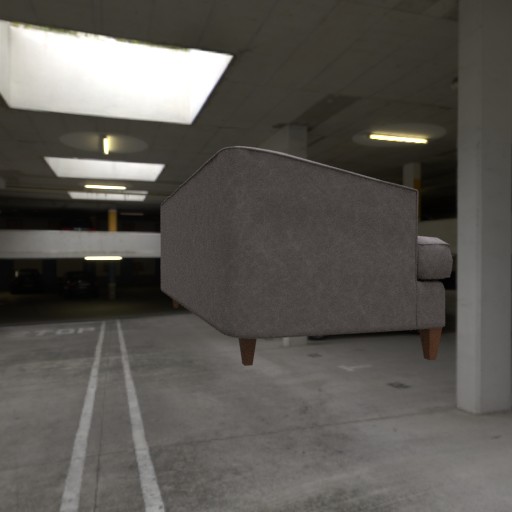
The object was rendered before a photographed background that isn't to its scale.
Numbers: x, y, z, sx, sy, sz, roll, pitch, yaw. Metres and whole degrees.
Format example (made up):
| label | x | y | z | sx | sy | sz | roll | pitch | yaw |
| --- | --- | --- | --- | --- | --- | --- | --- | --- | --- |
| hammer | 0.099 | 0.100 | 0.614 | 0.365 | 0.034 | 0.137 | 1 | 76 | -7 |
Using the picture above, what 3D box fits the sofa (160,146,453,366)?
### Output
| label | x | y | z | sx | sy | sz | roll | pitch | yaw |
| --- | --- | --- | --- | --- | --- | --- | --- | --- | --- |
| sofa | 0.000 | 0.000 | 2.648 | 0.917 | 0.806 | 2.247 | 0 | 0 | -18 |
